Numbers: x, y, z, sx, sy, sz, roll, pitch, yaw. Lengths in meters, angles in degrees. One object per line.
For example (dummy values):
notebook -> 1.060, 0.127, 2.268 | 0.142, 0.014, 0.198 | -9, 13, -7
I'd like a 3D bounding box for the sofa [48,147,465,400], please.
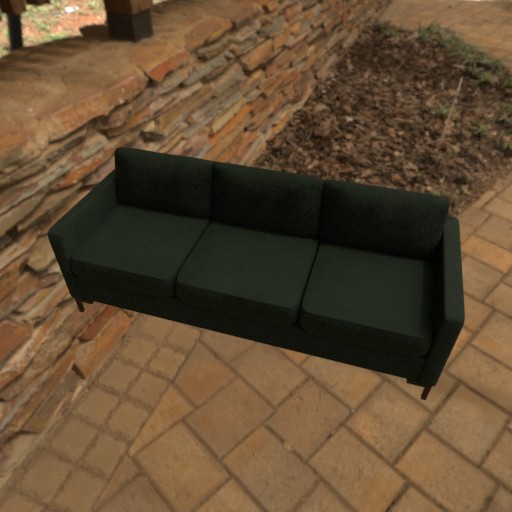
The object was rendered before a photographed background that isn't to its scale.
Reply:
sofa -> 0.000, 0.000, 2.662 | 2.218, 0.870, 0.859 | 11, 42, 13
